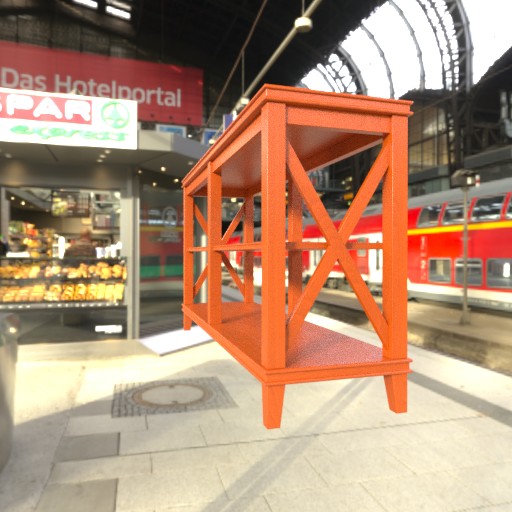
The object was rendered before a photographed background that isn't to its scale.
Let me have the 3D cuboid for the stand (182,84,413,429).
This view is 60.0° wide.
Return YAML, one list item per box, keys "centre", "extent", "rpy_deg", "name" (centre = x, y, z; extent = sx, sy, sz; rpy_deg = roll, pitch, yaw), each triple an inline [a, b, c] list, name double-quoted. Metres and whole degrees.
- centre: [0.000, 0.000, 1.680]
  extent: [0.381, 0.762, 1.372]
  rpy_deg: [0, 0, -17]
  name: "stand"
